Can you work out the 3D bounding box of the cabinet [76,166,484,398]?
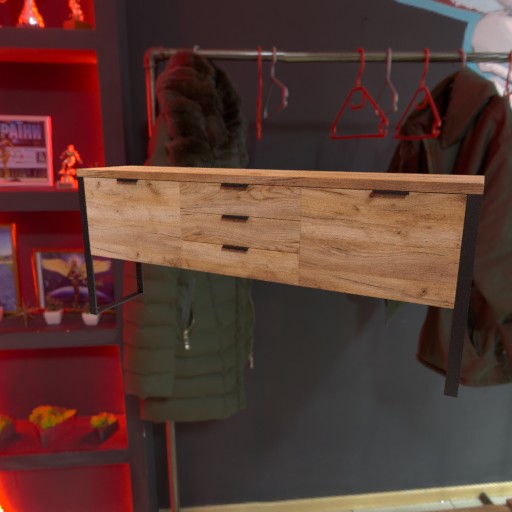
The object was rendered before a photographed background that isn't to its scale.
[{"bbox_3d":[0.000,0.000,2.048,1.800,0.762,0.395,7,16,26],"label":"cabinet"}]
